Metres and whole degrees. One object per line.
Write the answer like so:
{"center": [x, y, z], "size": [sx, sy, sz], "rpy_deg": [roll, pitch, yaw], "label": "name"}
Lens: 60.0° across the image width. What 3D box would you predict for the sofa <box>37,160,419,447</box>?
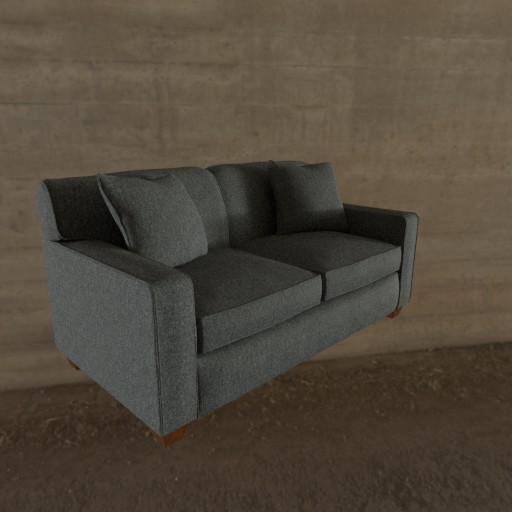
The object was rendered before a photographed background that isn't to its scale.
{"center": [0.000, 0.000, 2.376], "size": [1.846, 0.958, 0.998], "rpy_deg": [-15, 22, -43], "label": "sofa"}
